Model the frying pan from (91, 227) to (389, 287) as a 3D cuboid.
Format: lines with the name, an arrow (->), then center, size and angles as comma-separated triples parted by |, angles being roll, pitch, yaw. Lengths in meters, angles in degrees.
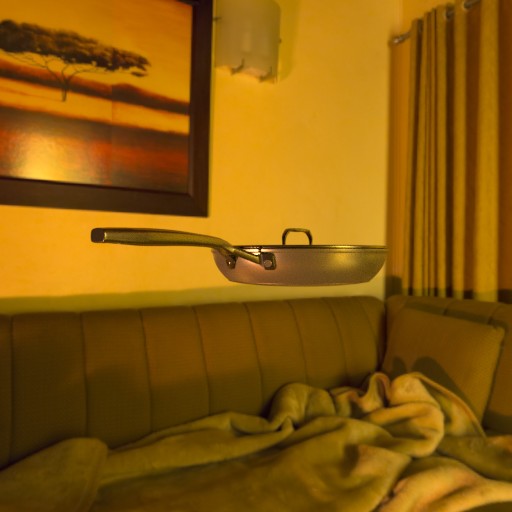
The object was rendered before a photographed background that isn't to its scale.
frying pan -> 0.000, 0.000, 0.607 | 0.272, 0.086, 0.490 | 0, 0, 37
